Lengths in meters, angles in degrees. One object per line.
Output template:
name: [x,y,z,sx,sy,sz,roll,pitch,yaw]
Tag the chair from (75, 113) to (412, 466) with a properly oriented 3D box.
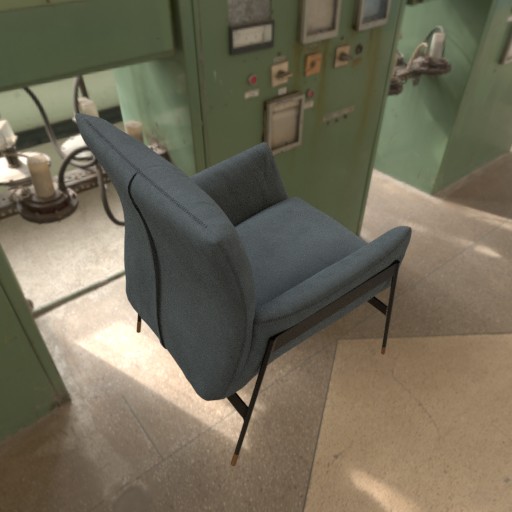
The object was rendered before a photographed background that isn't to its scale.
chair: [0.000,0.000,1.368,0.709,0.858,0.678,-26,47,-27]
